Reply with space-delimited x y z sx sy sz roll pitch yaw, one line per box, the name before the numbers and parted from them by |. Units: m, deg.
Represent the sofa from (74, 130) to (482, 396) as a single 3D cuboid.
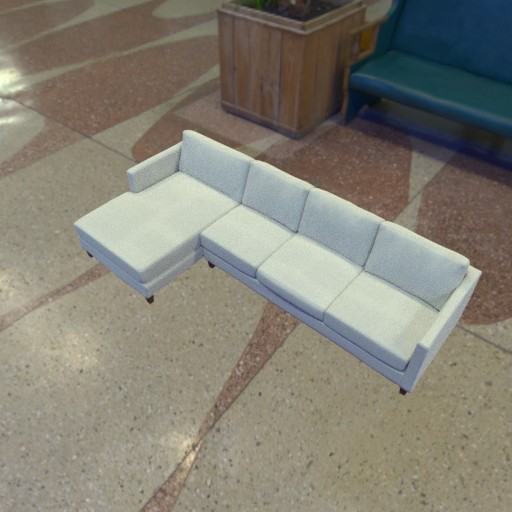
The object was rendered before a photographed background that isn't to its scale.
sofa | 0.000 0.000 3.840 3.186 0.861 1.625 31 52 28
